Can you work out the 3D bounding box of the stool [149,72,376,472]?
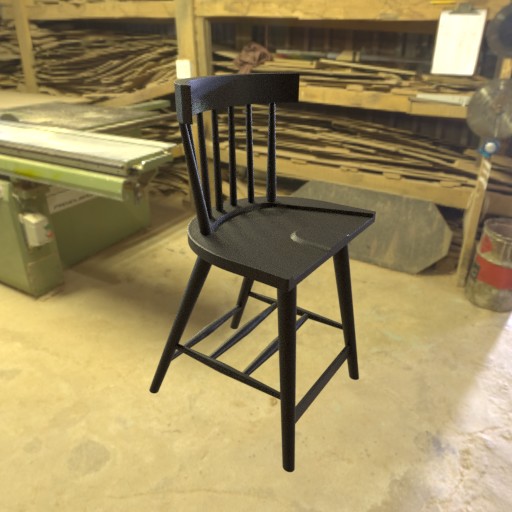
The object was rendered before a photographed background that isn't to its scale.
[{"bbox_3d":[0.000,0.000,1.278,0.549,0.953,0.494,17,31,31],"label":"stool"}]
